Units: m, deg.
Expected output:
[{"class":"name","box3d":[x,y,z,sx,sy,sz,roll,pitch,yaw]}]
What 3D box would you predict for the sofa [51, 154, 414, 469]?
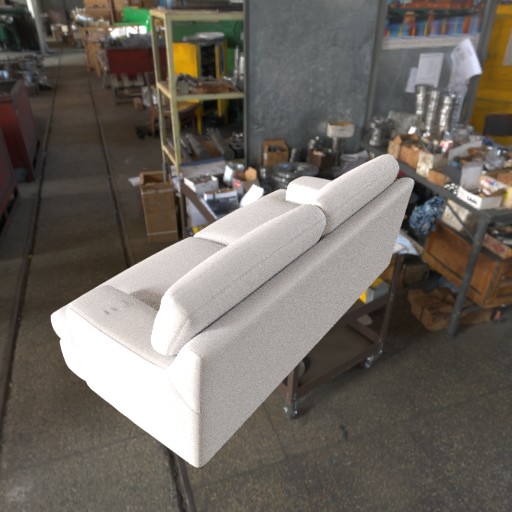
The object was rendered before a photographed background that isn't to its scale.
[{"class":"sofa","box3d":[0.000,0.000,2.752,1.143,0.940,2.261,21,37,31]}]
